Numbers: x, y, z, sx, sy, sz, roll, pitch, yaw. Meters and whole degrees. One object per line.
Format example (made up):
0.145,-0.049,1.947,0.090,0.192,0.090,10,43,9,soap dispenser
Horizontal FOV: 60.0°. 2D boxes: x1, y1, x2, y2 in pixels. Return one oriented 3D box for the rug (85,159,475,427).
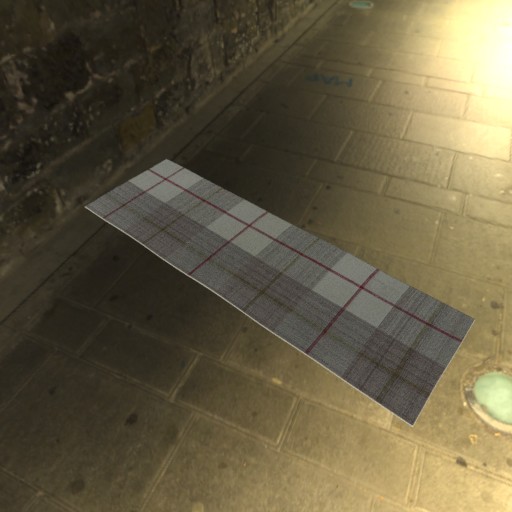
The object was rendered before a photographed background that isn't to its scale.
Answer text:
0.000,0.000,2.729,2.439,0.013,0.762,30,53,26,rug
